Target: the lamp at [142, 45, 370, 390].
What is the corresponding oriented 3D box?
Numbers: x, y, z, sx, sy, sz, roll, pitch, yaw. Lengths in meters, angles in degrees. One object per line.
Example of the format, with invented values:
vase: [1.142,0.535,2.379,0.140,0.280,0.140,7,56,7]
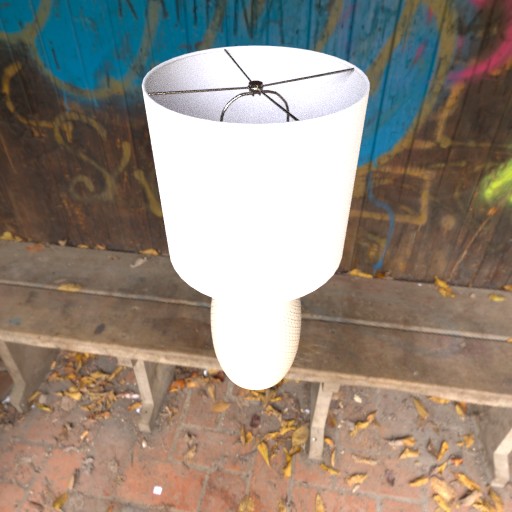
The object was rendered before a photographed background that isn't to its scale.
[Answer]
lamp: [0.000,0.000,0.575,0.217,0.453,0.217,-13,42,-15]
